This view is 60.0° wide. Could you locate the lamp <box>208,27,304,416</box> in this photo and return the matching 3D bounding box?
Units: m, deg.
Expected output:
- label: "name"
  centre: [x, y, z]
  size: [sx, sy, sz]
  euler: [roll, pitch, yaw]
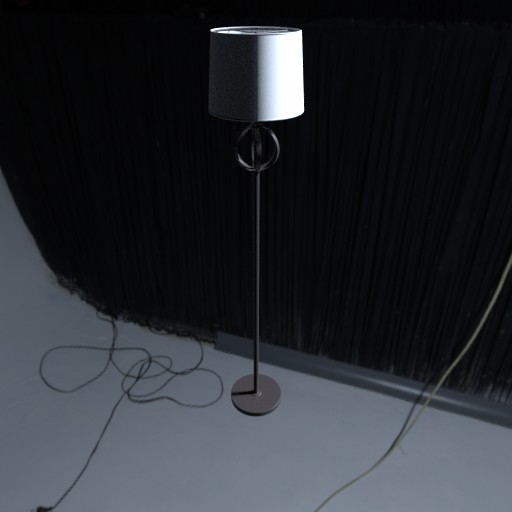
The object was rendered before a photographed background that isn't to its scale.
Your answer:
- label: "lamp"
  centre: [0.000, 0.000, 1.606]
  size: [0.286, 1.462, 0.286]
  euler: [12, 33, 19]
